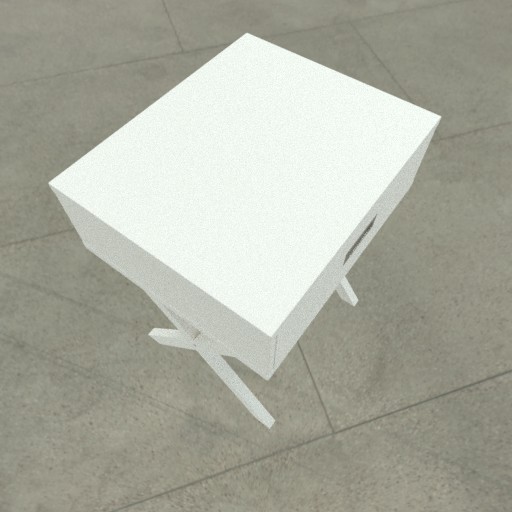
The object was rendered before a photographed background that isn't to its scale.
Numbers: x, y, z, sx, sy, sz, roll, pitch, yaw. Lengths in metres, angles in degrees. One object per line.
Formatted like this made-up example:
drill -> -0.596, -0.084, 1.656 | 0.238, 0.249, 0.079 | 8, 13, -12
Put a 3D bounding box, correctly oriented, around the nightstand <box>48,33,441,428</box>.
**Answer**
nightstand -> 0.000, 0.000, 0.948 | 0.402, 0.623, 0.479 | 32, 63, 19
